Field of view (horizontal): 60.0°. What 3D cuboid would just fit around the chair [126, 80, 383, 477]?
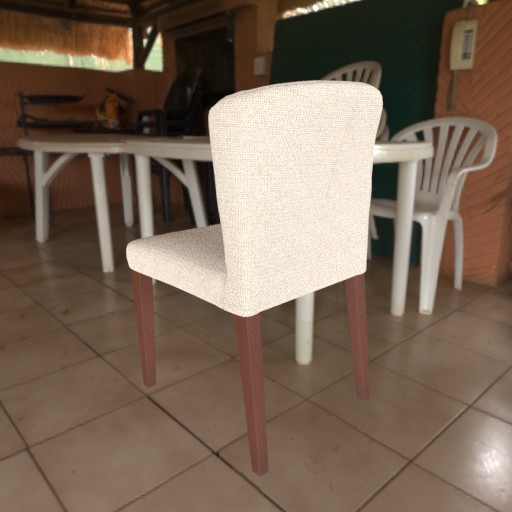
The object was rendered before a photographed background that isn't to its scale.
[{"bbox_3d":[0.000,0.000,1.190,0.491,0.839,0.589,-15,22,-42],"label":"chair"}]
